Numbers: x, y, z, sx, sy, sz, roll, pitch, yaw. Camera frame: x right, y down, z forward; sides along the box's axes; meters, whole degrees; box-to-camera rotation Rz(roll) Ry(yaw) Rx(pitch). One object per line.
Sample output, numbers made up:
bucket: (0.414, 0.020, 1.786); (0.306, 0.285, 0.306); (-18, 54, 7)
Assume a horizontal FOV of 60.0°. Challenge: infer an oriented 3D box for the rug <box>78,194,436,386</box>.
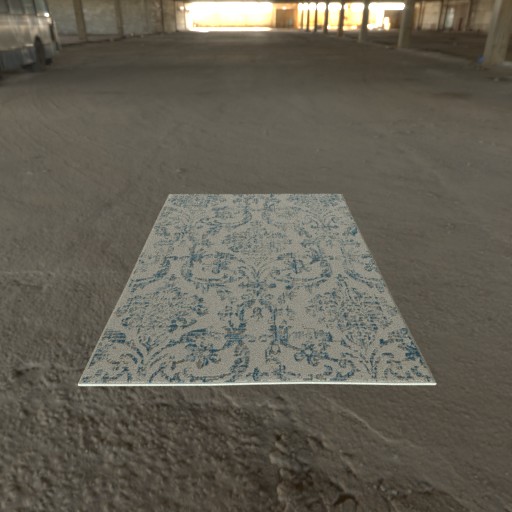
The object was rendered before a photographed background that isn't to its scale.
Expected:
rug: (0.000, 0.000, 2.300); (1.213, 0.012, 1.831); (0, 28, 0)
